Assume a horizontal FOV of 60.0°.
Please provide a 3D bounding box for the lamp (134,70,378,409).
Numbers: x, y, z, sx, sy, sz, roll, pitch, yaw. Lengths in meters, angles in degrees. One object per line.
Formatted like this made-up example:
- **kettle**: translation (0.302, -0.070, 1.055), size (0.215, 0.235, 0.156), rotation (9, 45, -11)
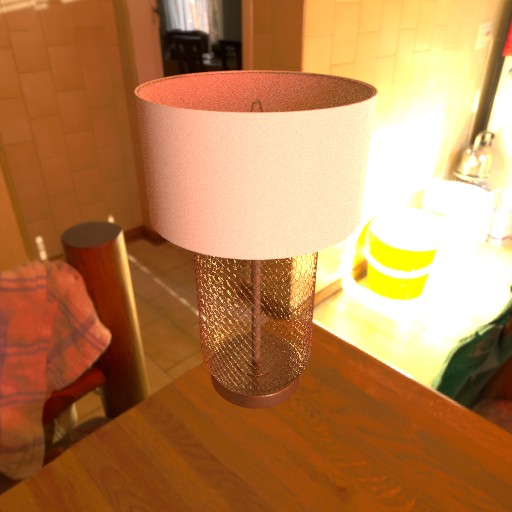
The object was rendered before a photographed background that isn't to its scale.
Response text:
- **lamp**: translation (0.000, 0.000, 0.800), size (0.353, 0.578, 0.353), rotation (0, 30, 0)
